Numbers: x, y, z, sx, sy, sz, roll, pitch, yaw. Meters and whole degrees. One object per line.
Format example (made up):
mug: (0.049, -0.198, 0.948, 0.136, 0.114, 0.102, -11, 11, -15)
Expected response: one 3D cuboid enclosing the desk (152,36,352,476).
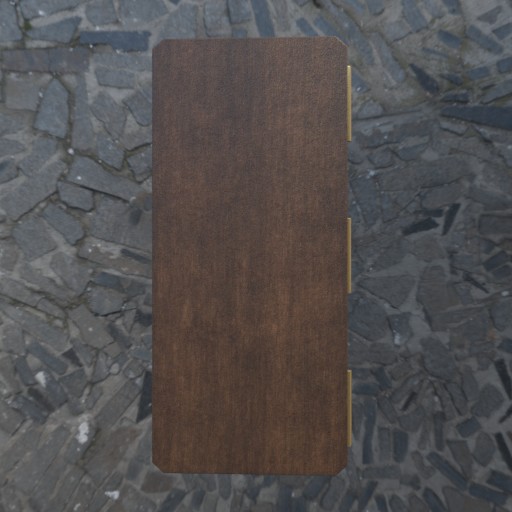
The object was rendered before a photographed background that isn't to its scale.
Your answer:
desk: (0.000, 0.000, 1.880, 0.684, 0.762, 1.479, 0, 90, 2)
